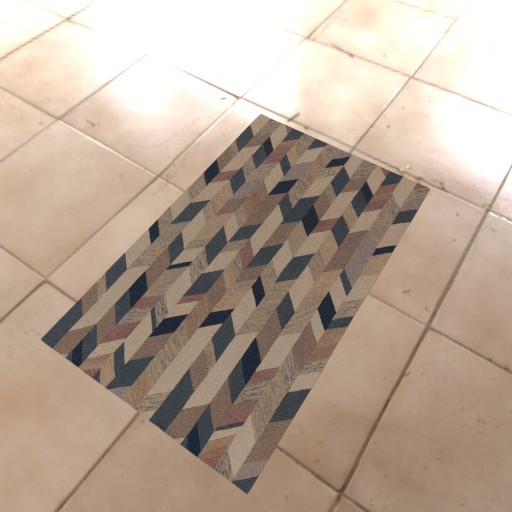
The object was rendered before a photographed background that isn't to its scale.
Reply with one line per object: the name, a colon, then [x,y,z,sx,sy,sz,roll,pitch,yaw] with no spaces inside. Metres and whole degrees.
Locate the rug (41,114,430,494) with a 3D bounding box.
rug: [0.000,0.000,2.980,1.513,0.008,2.423,29,62,17]
